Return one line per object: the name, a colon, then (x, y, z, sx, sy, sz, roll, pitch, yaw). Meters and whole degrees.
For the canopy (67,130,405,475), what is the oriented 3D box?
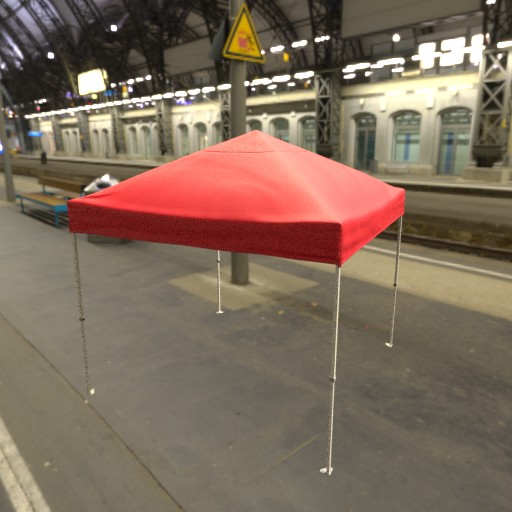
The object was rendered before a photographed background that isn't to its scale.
canopy: (0.000, 0.000, 5.476, 2.998, 2.997, 2.996, 7, 16, 26)
